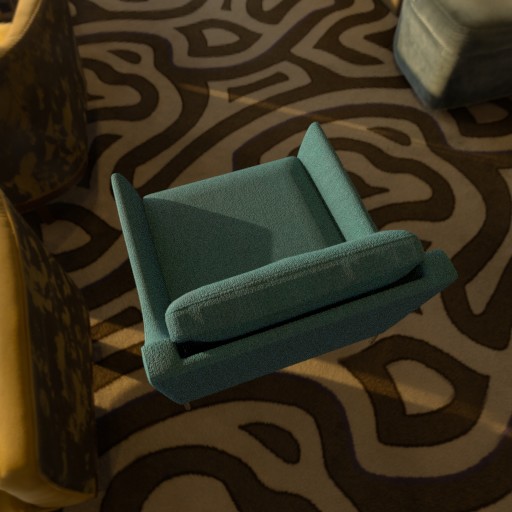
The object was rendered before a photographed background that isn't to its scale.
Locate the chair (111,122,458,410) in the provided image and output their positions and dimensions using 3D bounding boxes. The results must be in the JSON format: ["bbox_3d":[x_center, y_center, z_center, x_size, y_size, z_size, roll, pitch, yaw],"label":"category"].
[{"bbox_3d":[0.000,0.000,1.560,0.847,0.828,0.849,-17,61,-10],"label":"chair"}]
